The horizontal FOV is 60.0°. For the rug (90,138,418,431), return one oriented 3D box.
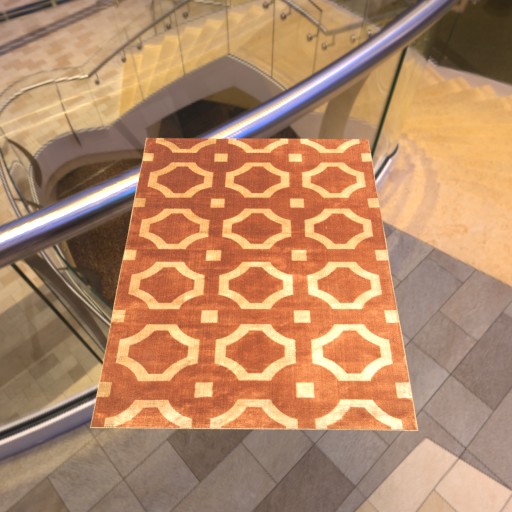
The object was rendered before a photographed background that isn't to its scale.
[{"bbox_3d":[0.000,0.000,4.118,2.466,0.021,3.049,0,59,0],"label":"rug"}]
